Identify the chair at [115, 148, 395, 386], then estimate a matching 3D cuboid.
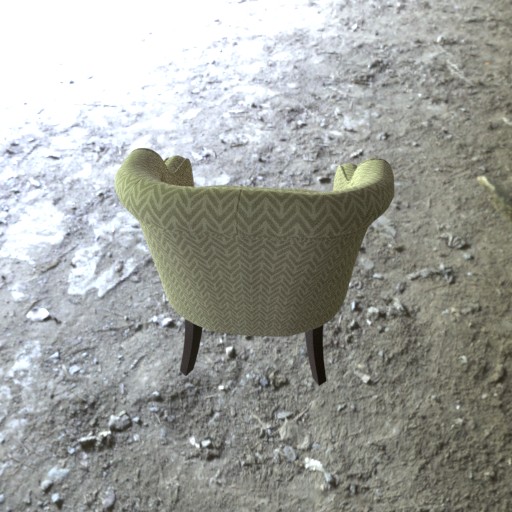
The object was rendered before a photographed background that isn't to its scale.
[{"bbox_3d":[0.000,0.000,1.307,0.686,0.858,0.613,3,45,3],"label":"chair"}]
